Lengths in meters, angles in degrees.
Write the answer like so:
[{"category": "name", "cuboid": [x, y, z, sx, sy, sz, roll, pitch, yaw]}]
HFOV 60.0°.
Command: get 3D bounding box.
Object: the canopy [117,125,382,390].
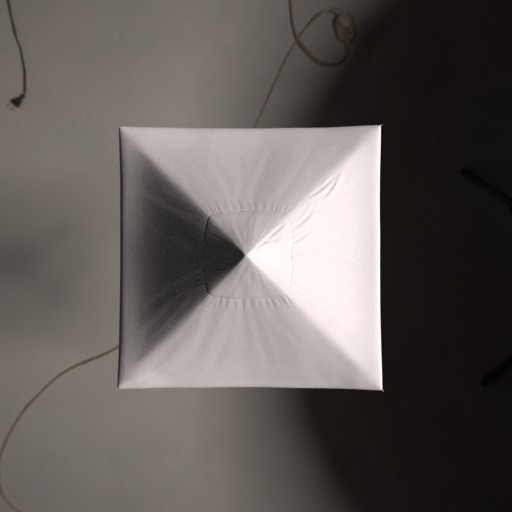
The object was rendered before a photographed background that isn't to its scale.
[{"category": "canopy", "cuboid": [0.000, 0.000, 5.542, 3.121, 2.997, 3.043, 0, 89, 1]}]
